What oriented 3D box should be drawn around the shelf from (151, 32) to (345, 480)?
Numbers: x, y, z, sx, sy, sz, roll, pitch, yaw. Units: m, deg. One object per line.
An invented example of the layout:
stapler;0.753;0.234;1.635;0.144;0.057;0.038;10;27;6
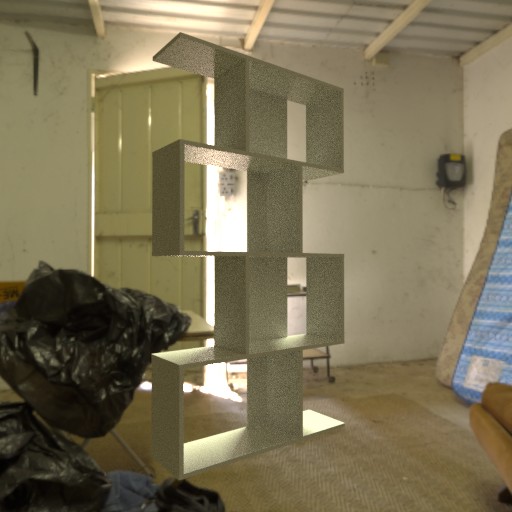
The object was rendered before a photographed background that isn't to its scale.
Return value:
shelf;0.000;0.000;1.997;0.890;1.650;0.250;1;-1;-37
